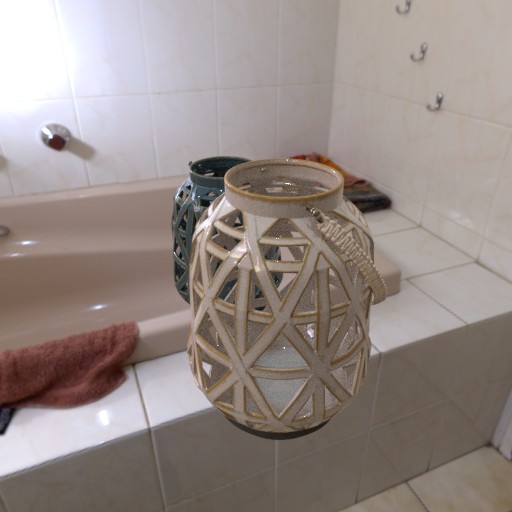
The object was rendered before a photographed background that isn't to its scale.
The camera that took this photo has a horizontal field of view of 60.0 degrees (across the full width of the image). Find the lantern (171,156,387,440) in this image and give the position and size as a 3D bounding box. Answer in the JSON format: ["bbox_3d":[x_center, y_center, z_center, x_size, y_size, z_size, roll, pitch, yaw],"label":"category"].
[{"bbox_3d":[0.000,0.000,0.629,0.245,0.307,0.439,-10,31,-18],"label":"lantern"}]
